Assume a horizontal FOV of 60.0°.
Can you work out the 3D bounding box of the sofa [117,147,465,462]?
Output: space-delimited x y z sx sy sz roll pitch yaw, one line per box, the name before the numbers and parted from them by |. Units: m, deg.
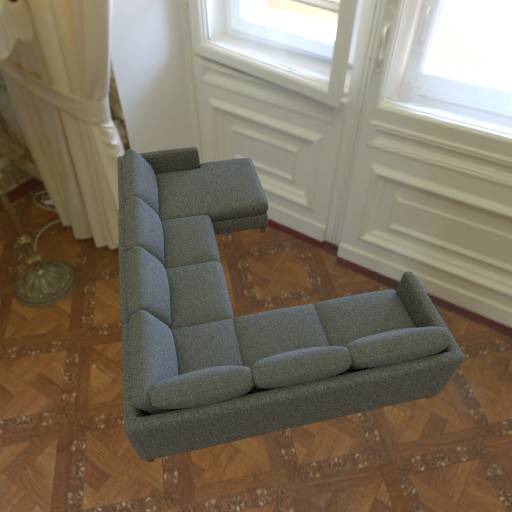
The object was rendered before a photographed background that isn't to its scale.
sofa | 0.000 0.000 4.373 2.551 0.853 3.238 -9 48 -9
